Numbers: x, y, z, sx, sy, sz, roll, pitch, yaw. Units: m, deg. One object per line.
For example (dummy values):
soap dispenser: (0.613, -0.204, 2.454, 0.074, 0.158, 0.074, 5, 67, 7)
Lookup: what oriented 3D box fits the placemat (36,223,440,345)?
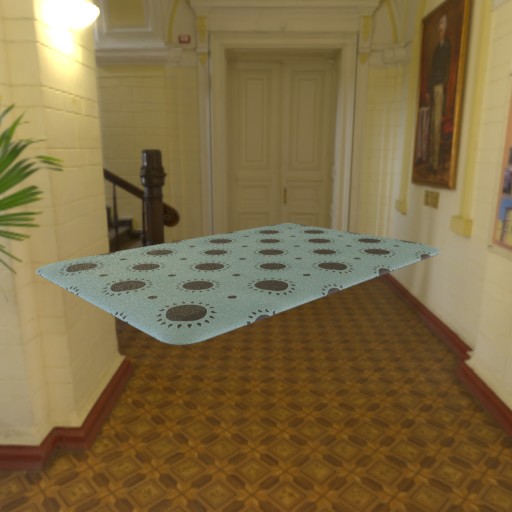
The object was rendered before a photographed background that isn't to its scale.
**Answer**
placemat: (0.000, 0.000, 0.964, 0.762, 0.021, 0.508, -13, 19, -43)
